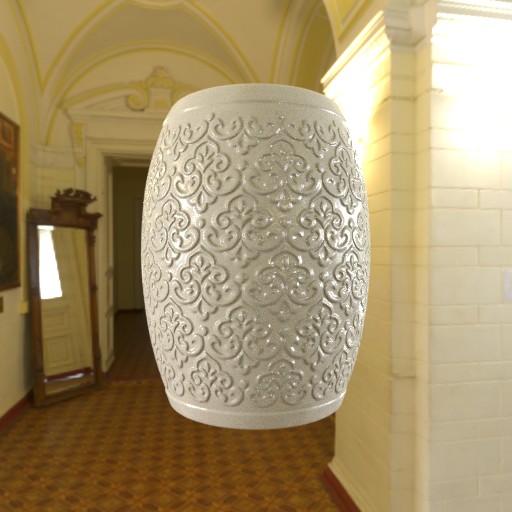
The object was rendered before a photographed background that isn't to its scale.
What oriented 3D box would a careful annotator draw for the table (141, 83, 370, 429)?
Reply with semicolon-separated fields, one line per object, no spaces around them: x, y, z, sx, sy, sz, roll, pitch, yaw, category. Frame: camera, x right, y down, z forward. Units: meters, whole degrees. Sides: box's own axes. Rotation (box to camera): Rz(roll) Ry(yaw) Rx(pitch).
0.000;0.000;0.617;0.309;0.397;0.309;0;0;0;table
